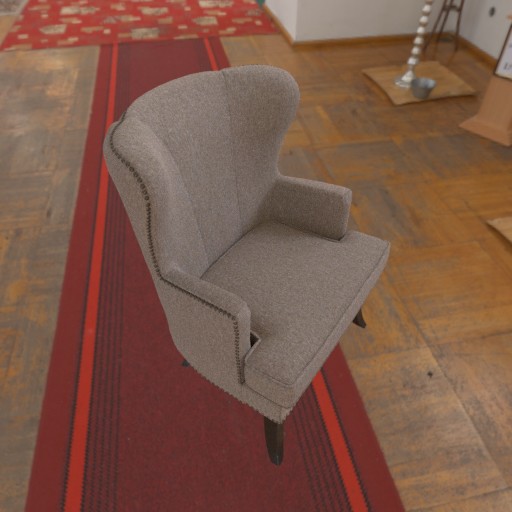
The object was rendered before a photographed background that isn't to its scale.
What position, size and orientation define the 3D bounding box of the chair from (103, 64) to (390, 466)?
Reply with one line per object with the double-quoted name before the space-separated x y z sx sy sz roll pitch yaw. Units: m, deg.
"chair" 0.000 0.000 1.566 0.758 1.060 0.759 24 48 24
